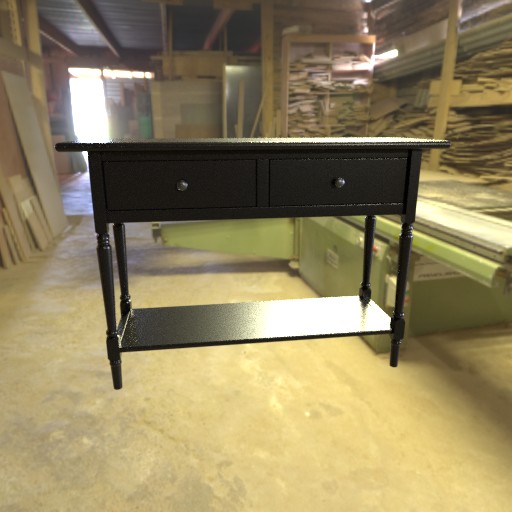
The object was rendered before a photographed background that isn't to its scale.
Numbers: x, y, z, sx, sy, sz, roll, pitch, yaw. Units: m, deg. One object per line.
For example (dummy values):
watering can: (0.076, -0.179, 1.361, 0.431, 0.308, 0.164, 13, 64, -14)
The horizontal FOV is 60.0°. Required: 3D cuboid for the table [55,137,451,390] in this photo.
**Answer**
table: (0.000, 0.000, 1.614, 1.191, 0.819, 0.386, -2, 17, -8)
